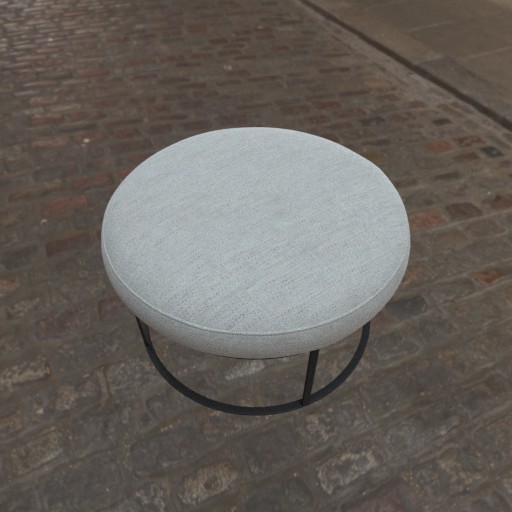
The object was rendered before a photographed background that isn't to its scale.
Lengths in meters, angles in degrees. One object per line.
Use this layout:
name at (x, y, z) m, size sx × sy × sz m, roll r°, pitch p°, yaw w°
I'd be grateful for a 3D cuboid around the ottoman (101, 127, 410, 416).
ottoman at (0.000, 0.000, 1.228) m, size 0.769 × 0.459 × 0.769 m, roll 0°, pitch 46°, yaw 0°
